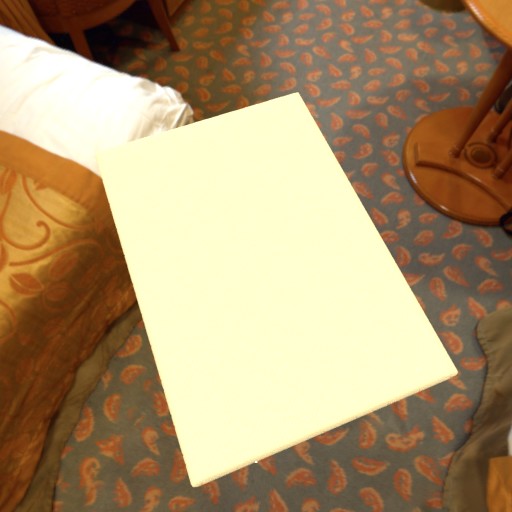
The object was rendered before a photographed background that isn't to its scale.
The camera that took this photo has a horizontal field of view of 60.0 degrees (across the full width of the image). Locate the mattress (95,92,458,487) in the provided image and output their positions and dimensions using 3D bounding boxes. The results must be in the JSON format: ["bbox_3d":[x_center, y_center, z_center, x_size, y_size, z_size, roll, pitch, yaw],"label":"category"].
[{"bbox_3d":[0.000,0.000,2.549,1.400,0.200,2.000,-19,67,-9],"label":"mattress"}]
